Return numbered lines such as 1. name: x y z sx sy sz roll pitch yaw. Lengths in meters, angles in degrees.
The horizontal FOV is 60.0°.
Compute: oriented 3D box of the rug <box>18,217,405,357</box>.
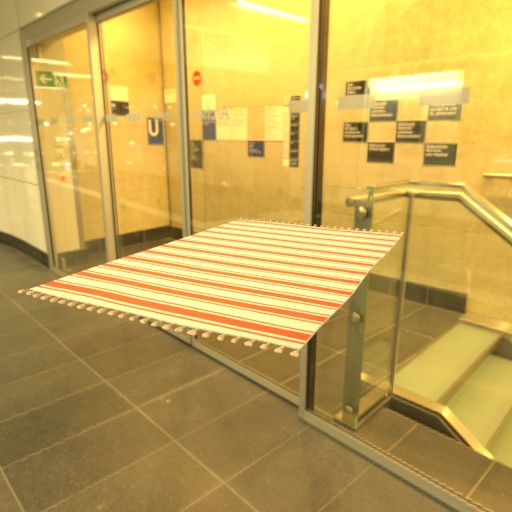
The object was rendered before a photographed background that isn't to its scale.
1. rug: 0.000 0.000 2.990 1.556 0.022 2.433 8 17 26
